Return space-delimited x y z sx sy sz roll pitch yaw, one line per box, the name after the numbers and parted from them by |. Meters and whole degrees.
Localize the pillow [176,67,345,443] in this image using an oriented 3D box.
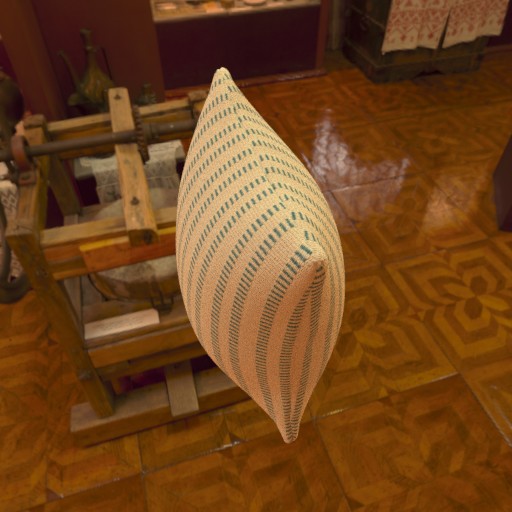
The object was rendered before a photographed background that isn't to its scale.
0.000 0.000 0.694 0.247 0.419 0.438 -11 47 -11 | pillow
